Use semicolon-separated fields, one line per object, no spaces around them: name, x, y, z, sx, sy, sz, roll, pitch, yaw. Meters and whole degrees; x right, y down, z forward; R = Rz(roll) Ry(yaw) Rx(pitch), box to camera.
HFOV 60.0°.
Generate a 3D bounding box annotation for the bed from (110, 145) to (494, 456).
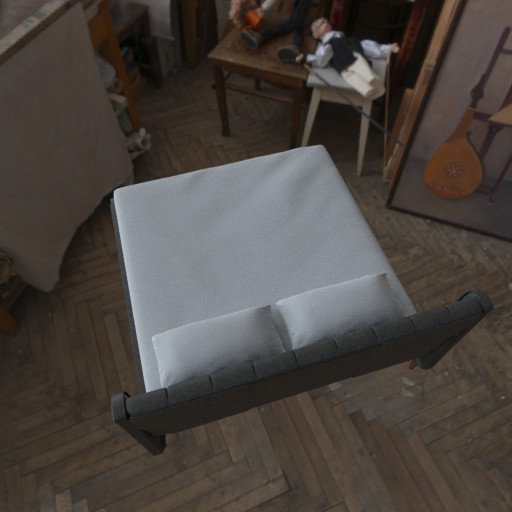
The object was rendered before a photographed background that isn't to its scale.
bed;0.000;0.000;3.070;1.903;1.158;2.031;-14;58;-9
